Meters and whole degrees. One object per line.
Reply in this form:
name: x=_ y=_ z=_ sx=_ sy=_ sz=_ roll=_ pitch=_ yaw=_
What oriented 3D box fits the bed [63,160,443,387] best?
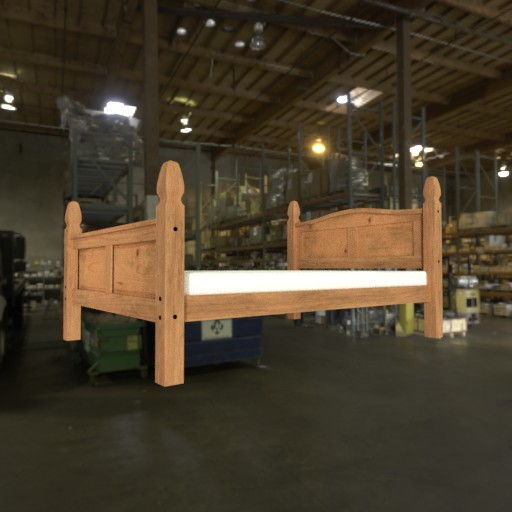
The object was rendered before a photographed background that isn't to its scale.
bed: x=0.000 y=0.000 z=2.982 sx=2.069 sy=1.100 sz=1.490 roll=1 pitch=-2 yaw=-38
